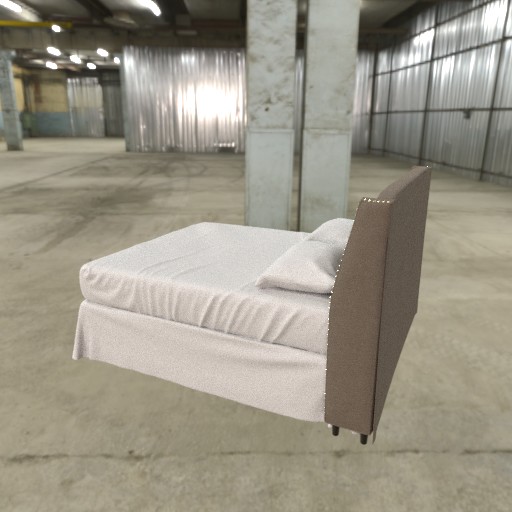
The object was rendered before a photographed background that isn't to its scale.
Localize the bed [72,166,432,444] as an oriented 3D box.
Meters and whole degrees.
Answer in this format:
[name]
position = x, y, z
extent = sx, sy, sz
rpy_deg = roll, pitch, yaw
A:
[bed]
position = 0.000, 0.000, 3.414
extent = 2.276, 1.332, 1.925
rpy_deg = 8, 18, 25
